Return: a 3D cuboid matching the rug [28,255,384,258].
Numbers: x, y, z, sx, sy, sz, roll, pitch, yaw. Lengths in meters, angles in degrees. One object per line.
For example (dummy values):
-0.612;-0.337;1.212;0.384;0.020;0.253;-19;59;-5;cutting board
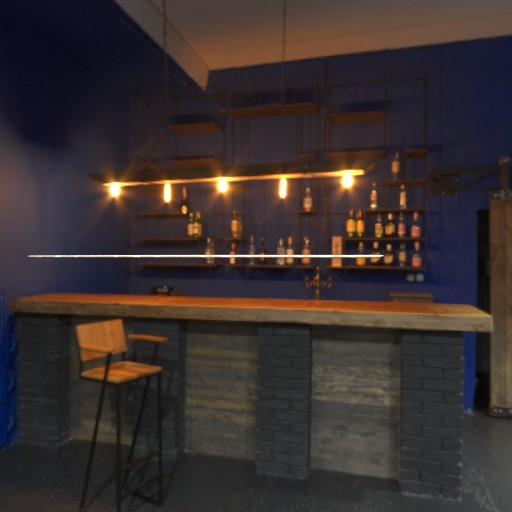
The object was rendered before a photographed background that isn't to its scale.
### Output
0.000;0.000;4.446;2.438;0.010;3.353;0;0;16;rug
